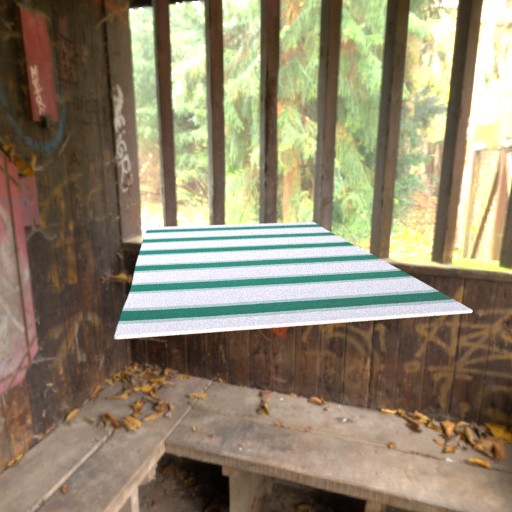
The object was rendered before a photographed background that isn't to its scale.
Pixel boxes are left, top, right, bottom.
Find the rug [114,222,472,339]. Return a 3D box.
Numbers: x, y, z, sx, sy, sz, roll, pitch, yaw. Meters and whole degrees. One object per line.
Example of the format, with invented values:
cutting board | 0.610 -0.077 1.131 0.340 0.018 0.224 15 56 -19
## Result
rug | 0.000 0.000 2.315 1.210 0.012 1.829 -3 14 -10
